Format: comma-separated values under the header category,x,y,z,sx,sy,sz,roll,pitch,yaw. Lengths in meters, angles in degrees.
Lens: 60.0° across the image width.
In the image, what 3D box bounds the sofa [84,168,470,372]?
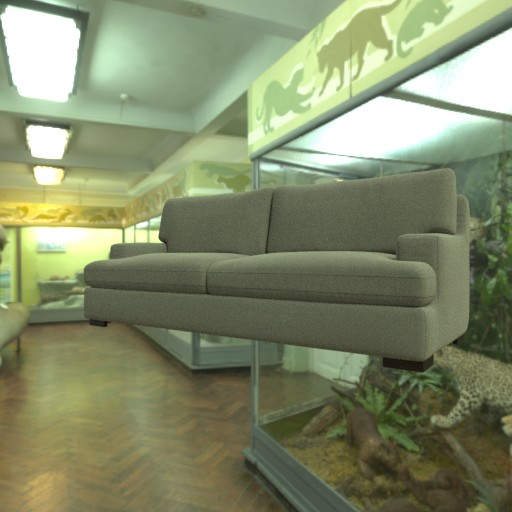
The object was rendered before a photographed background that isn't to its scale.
category,x,y,z,sx,sy,sz,roll,pitch,yaw
sofa,0.000,0.000,2.821,2.354,0.980,0.962,0,0,35
